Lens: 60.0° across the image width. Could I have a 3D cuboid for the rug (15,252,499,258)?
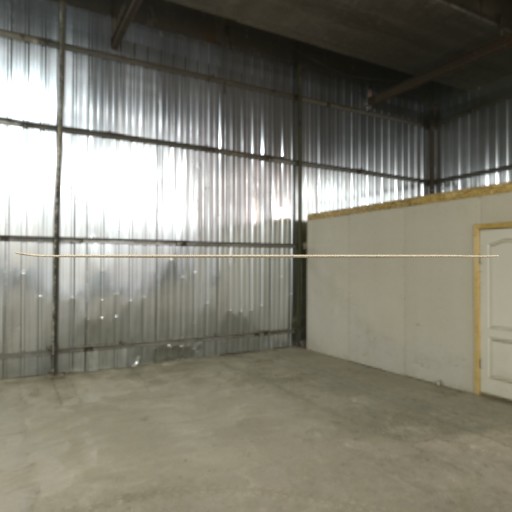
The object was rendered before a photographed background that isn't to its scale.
[{"bbox_3d":[0.000,0.000,3.774,2.897,0.035,2.277,0,0,-1],"label":"rug"}]
